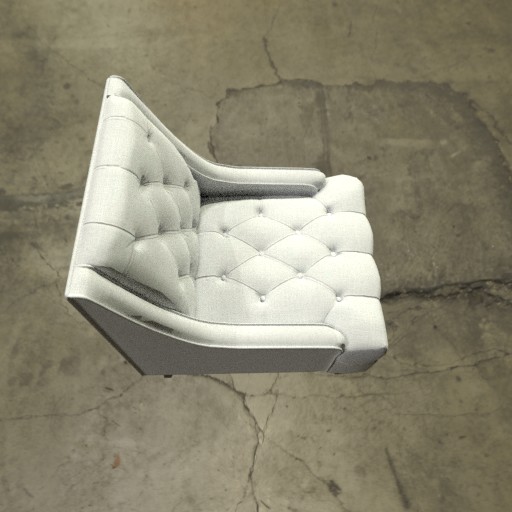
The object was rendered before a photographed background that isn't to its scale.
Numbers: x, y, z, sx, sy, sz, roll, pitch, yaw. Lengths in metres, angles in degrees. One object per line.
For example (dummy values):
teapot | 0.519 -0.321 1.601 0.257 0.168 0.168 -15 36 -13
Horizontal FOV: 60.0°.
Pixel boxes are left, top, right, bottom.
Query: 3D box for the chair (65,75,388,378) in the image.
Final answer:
chair | 0.000 0.000 1.399 0.772 0.891 0.658 -1 62 -1
